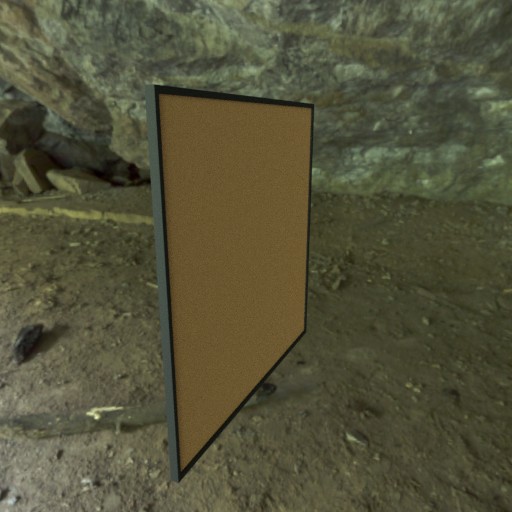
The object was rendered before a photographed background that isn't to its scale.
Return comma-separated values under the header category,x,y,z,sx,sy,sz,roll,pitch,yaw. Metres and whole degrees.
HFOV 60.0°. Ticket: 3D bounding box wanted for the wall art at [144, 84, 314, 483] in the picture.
category,x,y,z,sx,sy,sz,roll,pitch,yaw
wall art,0.000,0.000,0.678,0.013,0.457,0.458,8,18,25
